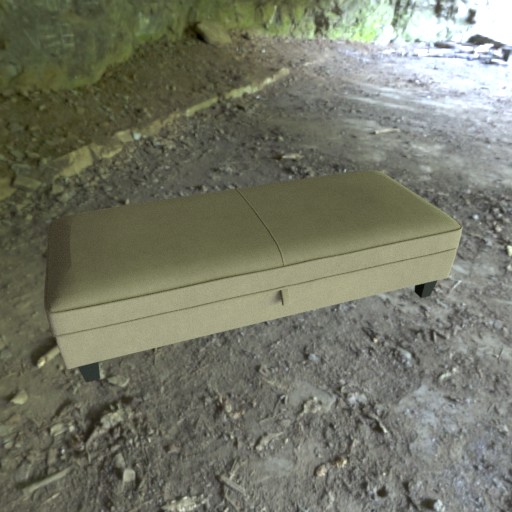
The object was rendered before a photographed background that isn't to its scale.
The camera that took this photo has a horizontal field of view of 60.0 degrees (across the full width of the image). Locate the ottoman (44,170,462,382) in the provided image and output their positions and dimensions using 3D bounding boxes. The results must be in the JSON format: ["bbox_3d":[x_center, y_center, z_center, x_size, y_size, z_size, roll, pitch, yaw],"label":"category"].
[{"bbox_3d":[0.000,0.000,2.038,1.726,0.460,0.735,-11,35,-16],"label":"ottoman"}]
